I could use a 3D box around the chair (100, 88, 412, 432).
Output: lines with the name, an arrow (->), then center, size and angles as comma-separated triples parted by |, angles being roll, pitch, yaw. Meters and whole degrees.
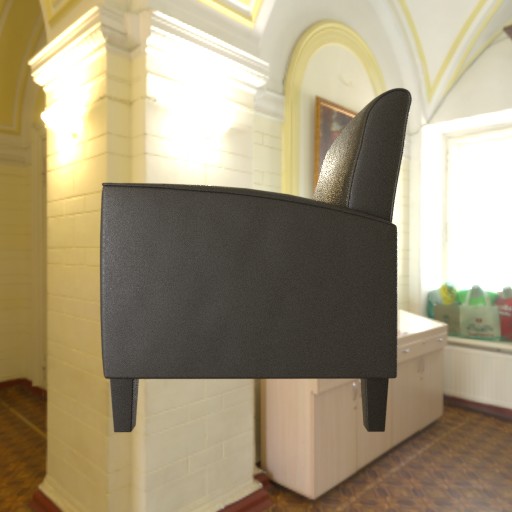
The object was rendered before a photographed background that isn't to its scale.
chair -> 0.000, 0.000, 1.528 | 0.819, 0.916, 0.820 | 0, 0, 0
